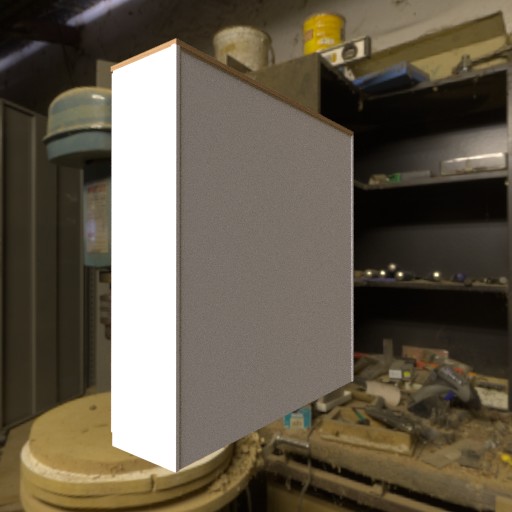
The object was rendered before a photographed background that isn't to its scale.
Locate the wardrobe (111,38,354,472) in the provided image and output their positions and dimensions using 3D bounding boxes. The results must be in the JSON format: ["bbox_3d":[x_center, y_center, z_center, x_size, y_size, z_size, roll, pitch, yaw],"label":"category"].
[{"bbox_3d":[0.000,0.000,3.346,0.590,2.260,2.160,0,0,37],"label":"wardrobe"}]
